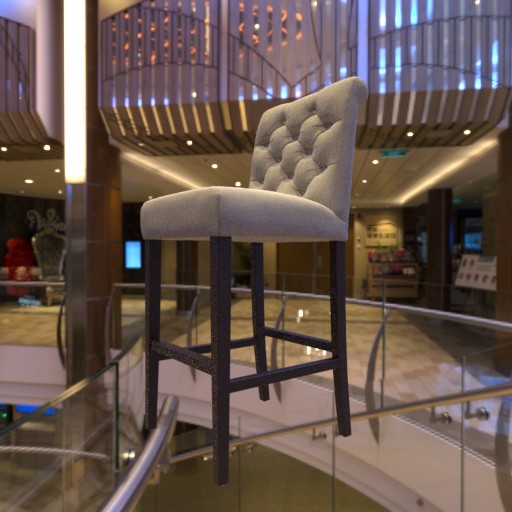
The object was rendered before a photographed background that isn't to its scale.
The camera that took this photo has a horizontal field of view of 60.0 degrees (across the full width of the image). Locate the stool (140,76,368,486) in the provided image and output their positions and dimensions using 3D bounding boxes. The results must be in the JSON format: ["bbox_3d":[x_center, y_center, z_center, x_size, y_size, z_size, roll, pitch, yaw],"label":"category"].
[{"bbox_3d":[0.000,0.000,1.441,0.601,1.140,0.493,-1,1,-37],"label":"stool"}]
